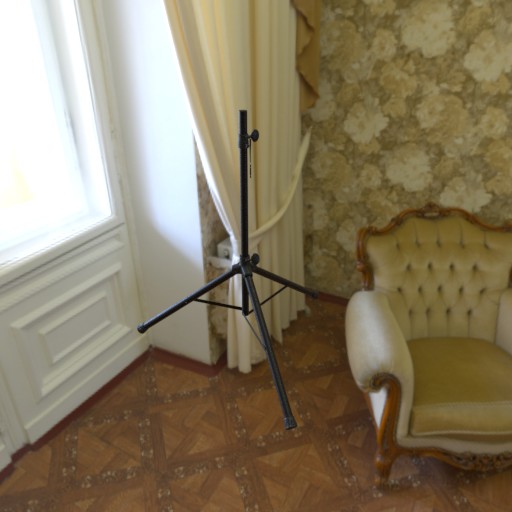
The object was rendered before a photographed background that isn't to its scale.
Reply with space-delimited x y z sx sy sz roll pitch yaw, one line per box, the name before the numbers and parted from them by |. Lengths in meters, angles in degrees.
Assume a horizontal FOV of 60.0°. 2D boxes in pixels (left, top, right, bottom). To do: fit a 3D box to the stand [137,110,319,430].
stand | 0.000 0.000 1.870 1.045 1.136 0.907 -8 28 -16
